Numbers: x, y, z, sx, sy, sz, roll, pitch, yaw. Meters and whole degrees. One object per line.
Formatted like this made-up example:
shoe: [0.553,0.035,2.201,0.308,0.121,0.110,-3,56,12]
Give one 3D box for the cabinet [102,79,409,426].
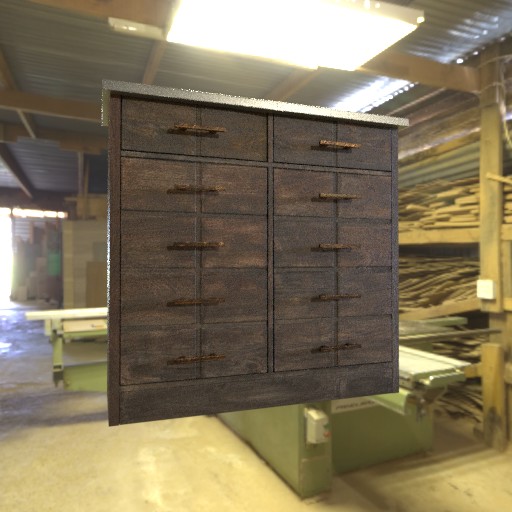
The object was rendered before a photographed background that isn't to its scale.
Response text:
cabinet: [0.000,0.000,1.468,0.968,0.919,0.338,0,-1,-19]
